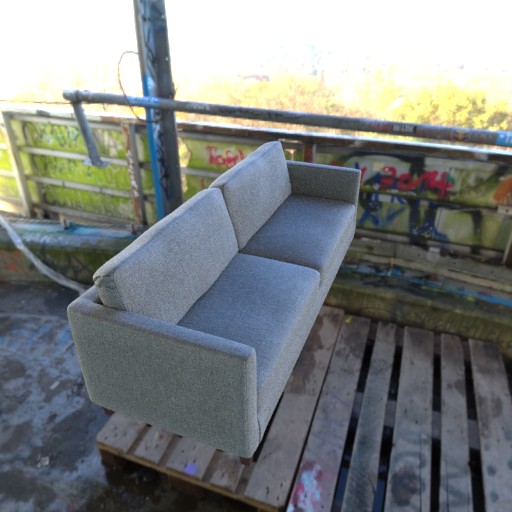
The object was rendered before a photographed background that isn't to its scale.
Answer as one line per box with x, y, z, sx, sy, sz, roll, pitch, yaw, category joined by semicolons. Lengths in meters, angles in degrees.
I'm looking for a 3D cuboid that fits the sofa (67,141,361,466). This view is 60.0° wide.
0.000;0.000;2.972;0.948;0.951;2.434;11;32;19;sofa
